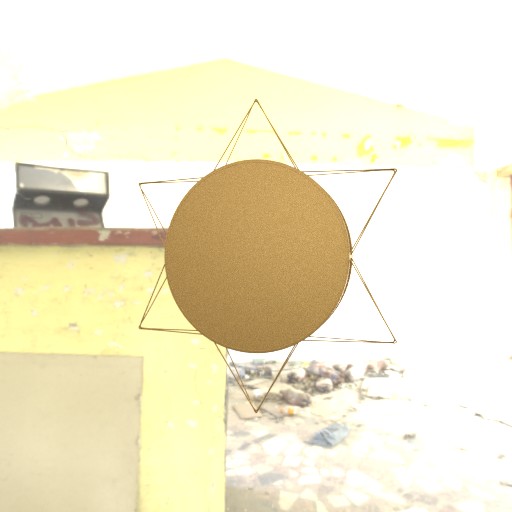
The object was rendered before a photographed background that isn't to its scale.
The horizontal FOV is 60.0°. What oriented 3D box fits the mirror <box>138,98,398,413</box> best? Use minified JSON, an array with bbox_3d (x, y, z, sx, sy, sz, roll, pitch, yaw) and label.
[{"bbox_3d":[0.000,0.000,0.819,0.498,0.581,0.062,0,0,18],"label":"mirror"}]
